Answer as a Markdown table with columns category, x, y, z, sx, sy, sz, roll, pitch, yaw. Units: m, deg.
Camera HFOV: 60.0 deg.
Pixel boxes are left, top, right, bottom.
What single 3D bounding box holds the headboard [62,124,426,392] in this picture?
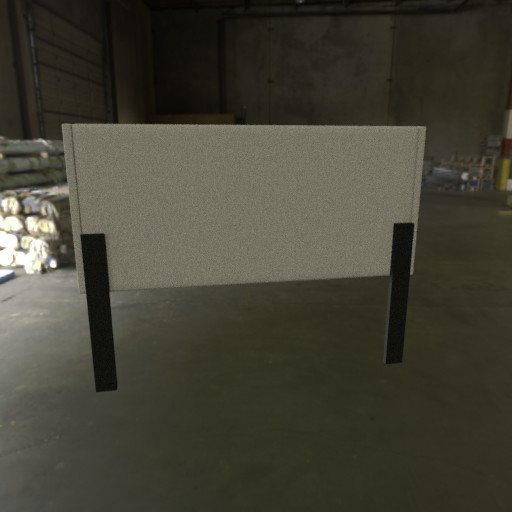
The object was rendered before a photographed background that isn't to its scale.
| category | x | y | z | sx | sy | sz | roll | pitch | yaw |
| --- | --- | --- | --- | --- | --- | --- | --- | --- | --- |
| headboard | 0.000 | 0.000 | 2.695 | 2.051 | 1.524 | 0.184 | -3 | 14 | -10 |
